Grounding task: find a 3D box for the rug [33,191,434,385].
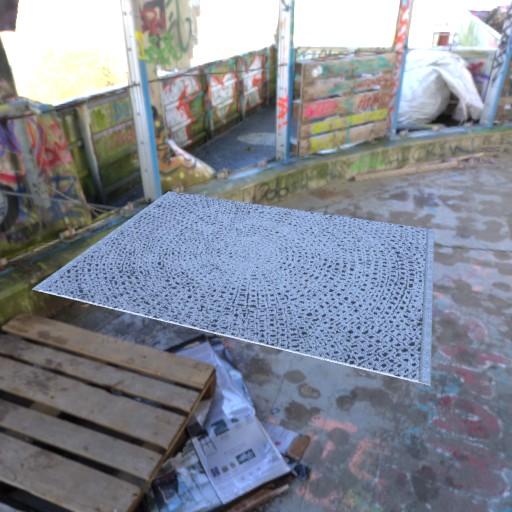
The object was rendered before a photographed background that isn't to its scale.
[{"bbox_3d":[0.000,0.000,2.165,1.634,0.003,1.190,10,32,17],"label":"rug"}]
